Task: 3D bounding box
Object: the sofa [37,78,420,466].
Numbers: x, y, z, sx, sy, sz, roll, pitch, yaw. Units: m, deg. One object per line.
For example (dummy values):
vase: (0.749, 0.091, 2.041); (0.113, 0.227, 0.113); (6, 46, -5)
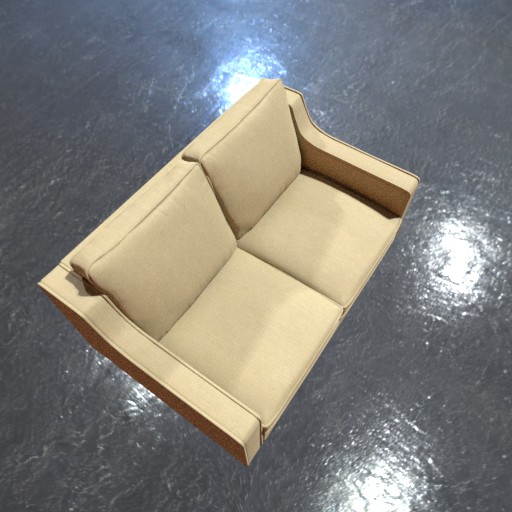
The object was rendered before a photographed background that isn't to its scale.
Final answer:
sofa: (0.000, 0.000, 2.129); (0.987, 0.971, 1.501); (31, 63, 18)
